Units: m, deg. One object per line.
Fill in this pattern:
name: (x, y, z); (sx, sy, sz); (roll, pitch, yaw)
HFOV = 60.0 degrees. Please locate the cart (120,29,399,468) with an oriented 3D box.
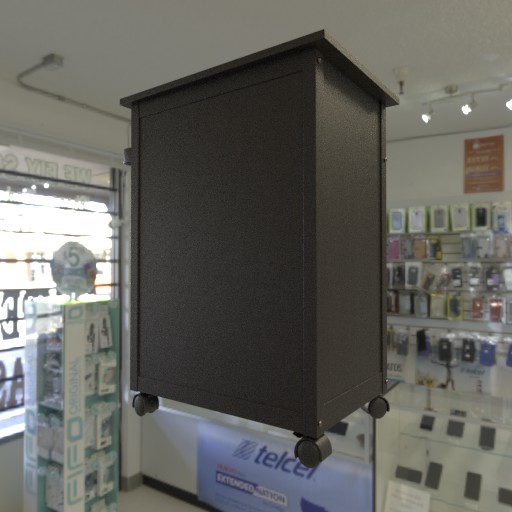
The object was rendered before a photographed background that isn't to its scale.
cart: (0.000, 0.000, 1.239); (0.660, 0.879, 0.456); (-1, -1, 36)
